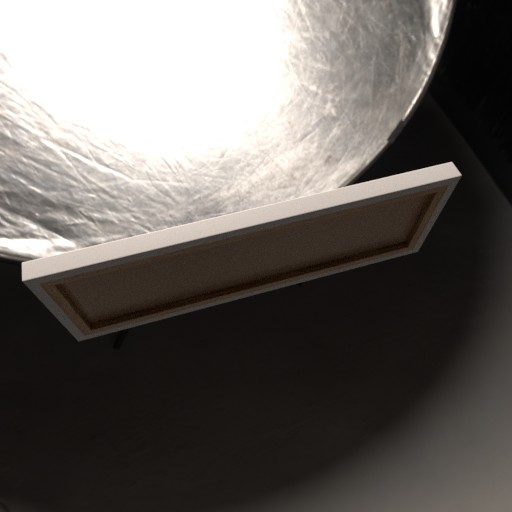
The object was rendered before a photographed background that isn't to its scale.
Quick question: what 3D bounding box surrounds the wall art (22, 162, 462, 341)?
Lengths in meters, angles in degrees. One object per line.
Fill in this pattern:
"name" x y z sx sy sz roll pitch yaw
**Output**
"wall art" 0.000 0.000 0.859 0.763 0.255 0.038 -14 59 -9
